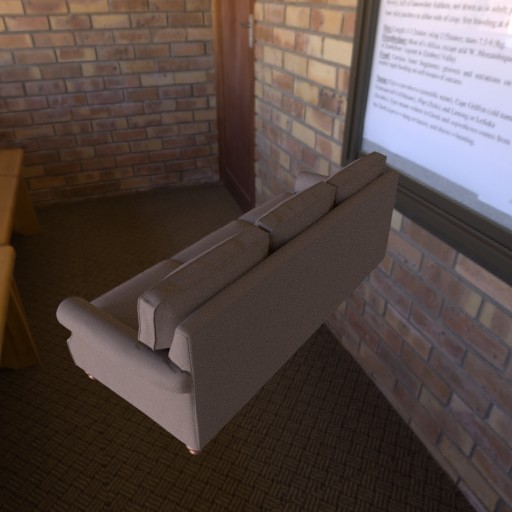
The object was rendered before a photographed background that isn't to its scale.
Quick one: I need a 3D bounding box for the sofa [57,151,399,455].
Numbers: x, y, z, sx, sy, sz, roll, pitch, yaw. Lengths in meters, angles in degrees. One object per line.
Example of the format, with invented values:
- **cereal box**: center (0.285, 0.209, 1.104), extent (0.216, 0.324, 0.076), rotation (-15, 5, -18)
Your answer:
- **sofa**: center (0.000, 0.000, 2.830), extent (0.966, 0.948, 2.353), rotation (21, 37, 31)
